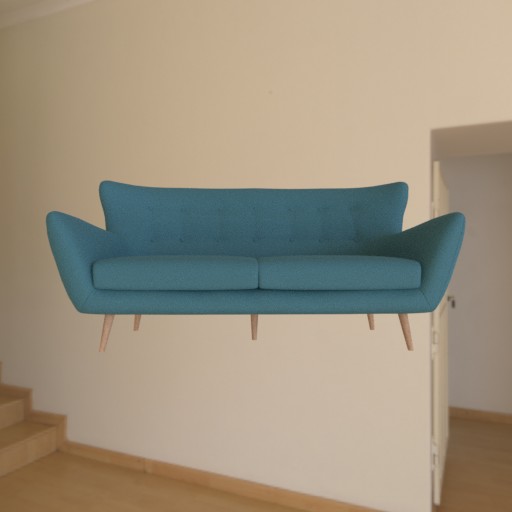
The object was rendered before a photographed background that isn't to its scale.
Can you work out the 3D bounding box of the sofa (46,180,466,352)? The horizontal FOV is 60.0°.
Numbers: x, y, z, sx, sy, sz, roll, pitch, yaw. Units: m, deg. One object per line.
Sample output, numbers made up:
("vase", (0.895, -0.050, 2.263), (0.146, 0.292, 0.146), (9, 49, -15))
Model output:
("sofa", (0.000, 0.000, 2.409), (1.930, 0.890, 0.889), (0, 0, -1))
